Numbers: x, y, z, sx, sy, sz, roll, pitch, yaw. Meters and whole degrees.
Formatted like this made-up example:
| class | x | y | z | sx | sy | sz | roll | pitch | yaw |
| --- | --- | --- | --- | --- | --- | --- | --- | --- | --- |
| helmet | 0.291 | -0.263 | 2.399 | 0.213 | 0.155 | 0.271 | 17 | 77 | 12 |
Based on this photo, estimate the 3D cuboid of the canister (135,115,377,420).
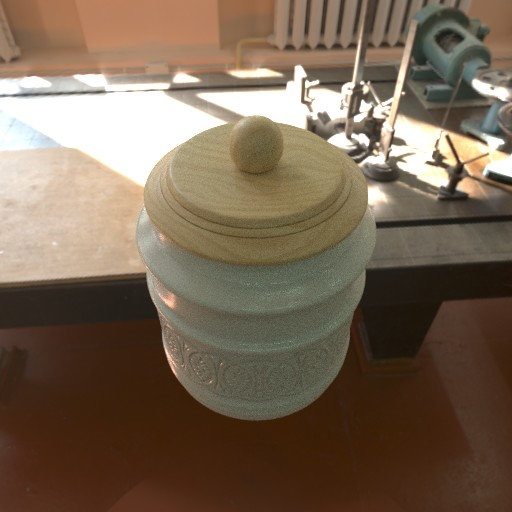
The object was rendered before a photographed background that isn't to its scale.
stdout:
| class | x | y | z | sx | sy | sz | roll | pitch | yaw |
| --- | --- | --- | --- | --- | --- | --- | --- | --- | --- |
| canister | 0.000 | 0.000 | 0.263 | 0.130 | 0.176 | 0.130 | 0 | 46 | 0 |
